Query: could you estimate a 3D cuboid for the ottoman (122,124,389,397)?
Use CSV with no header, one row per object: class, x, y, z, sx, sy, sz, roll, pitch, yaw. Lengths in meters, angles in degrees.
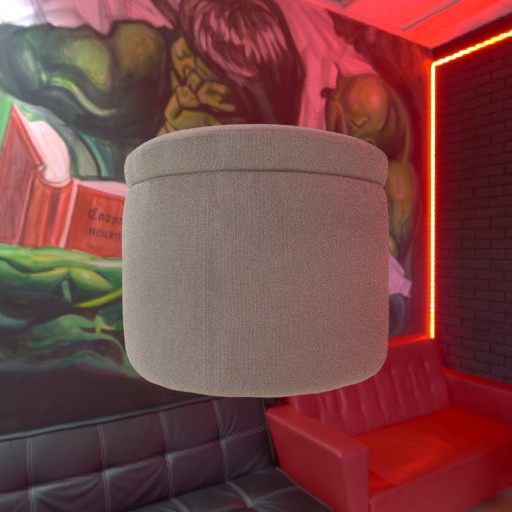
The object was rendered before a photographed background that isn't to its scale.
ottoman,0.000,0.000,0.861,0.497,0.409,0.497,0,0,0
